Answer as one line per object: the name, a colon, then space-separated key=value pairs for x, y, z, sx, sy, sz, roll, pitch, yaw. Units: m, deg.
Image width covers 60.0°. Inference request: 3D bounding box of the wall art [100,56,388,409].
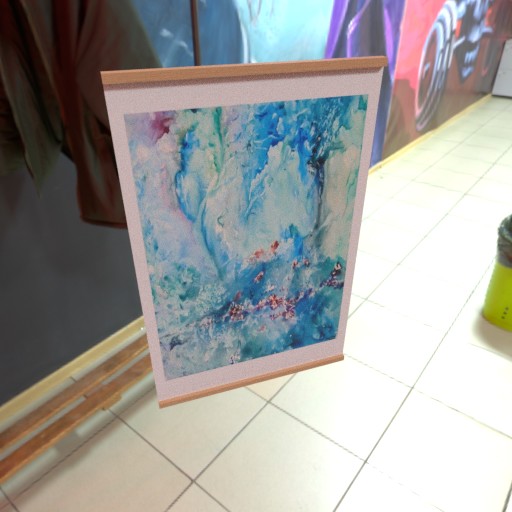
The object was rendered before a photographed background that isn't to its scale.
wall art: x=0.000 y=0.000 z=1.877 sx=0.991 sy=1.510 sz=0.040 roll=-10 pitch=34 yaw=-16
